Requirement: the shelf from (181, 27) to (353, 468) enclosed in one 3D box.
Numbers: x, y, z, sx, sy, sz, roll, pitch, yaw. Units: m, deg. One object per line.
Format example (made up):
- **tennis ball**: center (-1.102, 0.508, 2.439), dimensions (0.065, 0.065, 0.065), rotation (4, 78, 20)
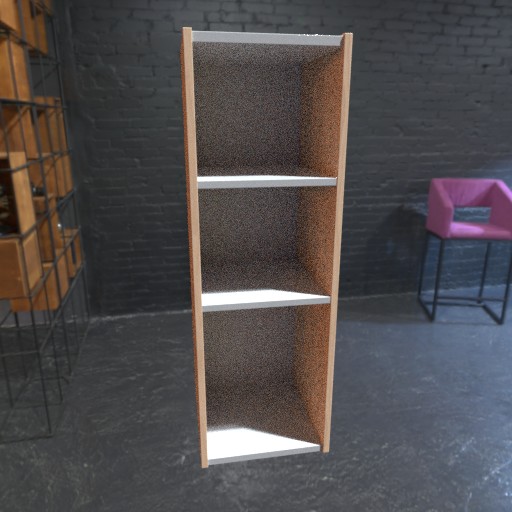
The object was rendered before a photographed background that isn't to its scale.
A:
- **shelf**: center (0.000, 0.000, 1.032), dimensions (0.300, 0.900, 0.290), rotation (-3, 17, -10)
